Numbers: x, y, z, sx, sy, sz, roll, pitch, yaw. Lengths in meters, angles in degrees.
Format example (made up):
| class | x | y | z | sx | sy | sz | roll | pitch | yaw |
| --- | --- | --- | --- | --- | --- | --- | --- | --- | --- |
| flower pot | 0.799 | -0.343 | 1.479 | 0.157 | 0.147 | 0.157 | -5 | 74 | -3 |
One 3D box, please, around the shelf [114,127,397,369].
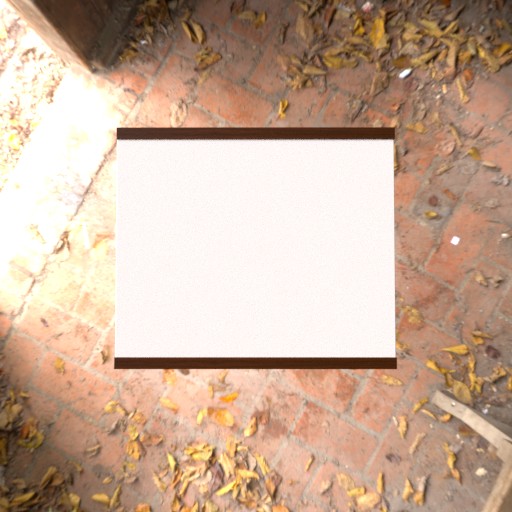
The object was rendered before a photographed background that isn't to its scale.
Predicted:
| class | x | y | z | sx | sy | sz | roll | pitch | yaw |
| --- | --- | --- | --- | --- | --- | --- | --- | --- | --- |
| shelf | 0.000 | 0.000 | 0.757 | 0.290 | 0.600 | 0.253 | 0 | 88 | 0 |
